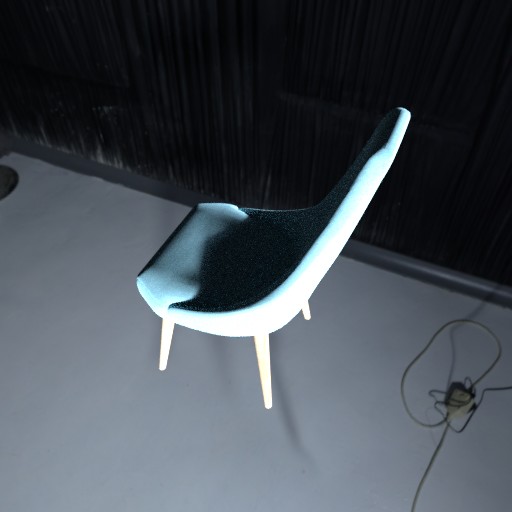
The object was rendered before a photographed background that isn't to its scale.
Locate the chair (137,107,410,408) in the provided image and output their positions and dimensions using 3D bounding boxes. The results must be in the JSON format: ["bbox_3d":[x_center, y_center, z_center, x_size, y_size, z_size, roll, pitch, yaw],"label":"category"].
[{"bbox_3d":[0.000,0.000,1.370,0.660,1.040,0.510,18,50,16],"label":"chair"}]
